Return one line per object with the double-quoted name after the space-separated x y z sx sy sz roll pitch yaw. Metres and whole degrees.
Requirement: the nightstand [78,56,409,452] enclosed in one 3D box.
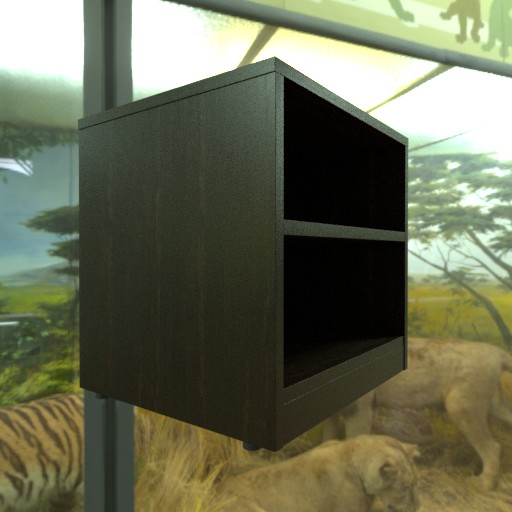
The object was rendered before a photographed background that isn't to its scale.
0.000 0.000 0.858 0.427 0.487 0.489 0 1 37 "nightstand"
